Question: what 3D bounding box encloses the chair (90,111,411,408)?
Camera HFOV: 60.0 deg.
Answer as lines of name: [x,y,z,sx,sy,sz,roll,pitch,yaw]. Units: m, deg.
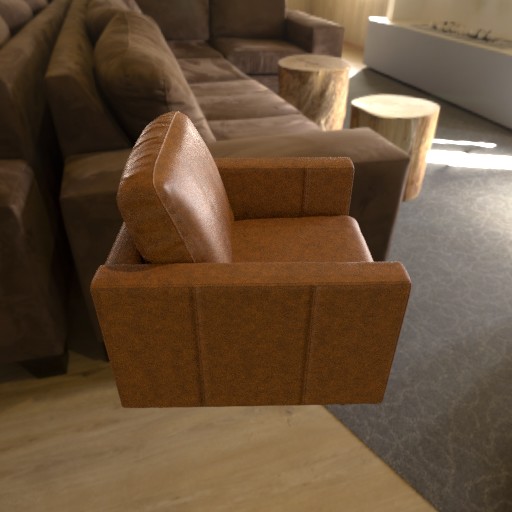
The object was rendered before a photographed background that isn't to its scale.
chair: [0.000,0.000,1.670,0.909,0.956,0.890,-1,35,-1]
